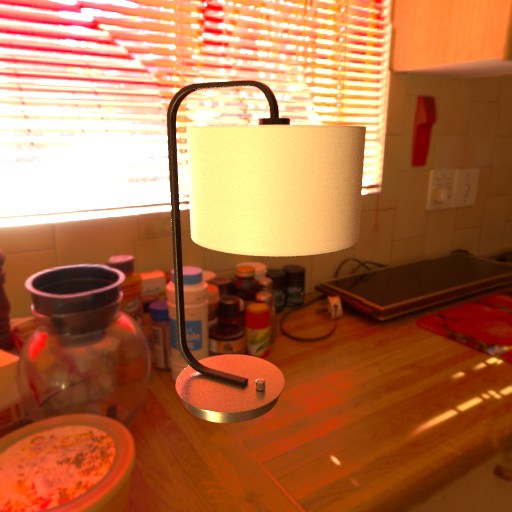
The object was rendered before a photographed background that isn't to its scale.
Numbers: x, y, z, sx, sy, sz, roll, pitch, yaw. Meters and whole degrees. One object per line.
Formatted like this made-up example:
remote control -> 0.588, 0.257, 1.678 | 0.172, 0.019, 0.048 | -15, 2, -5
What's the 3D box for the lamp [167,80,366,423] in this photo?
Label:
lamp -> 0.000, 0.000, 0.637 | 0.288, 0.473, 0.230 | 8, 17, 26
